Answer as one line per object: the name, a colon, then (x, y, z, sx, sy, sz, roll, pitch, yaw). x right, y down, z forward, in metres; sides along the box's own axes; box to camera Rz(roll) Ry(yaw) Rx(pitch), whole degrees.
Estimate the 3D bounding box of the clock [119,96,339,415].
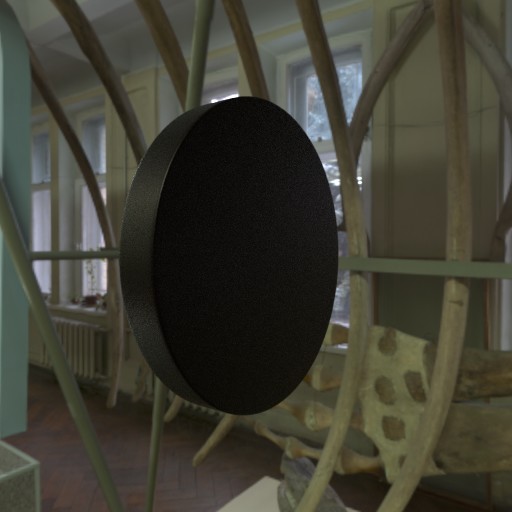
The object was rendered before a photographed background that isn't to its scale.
clock: (0.000, 0.000, 0.463, 0.040, 0.314, 0.314, 1, 1, 36)
